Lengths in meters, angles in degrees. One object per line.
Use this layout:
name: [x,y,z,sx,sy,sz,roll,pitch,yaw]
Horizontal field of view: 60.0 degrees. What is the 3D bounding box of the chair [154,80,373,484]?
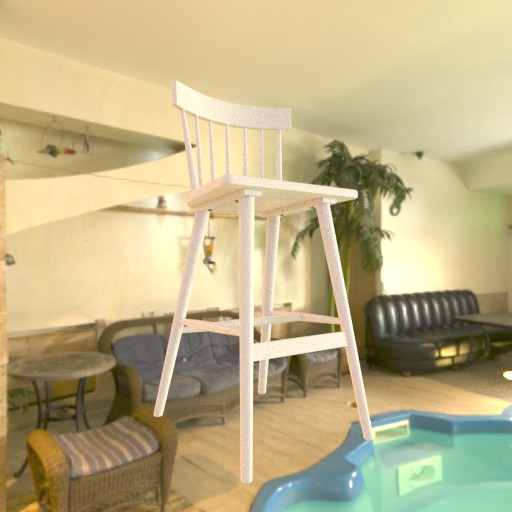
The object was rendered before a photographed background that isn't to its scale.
chair: [0.000,0.000,1.416,0.483,1.092,0.572,0,0,-35]
